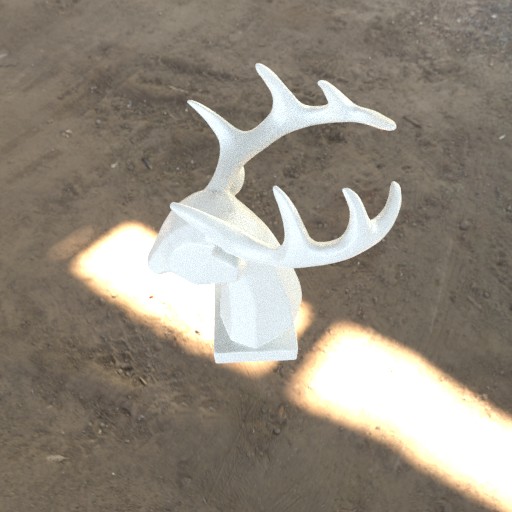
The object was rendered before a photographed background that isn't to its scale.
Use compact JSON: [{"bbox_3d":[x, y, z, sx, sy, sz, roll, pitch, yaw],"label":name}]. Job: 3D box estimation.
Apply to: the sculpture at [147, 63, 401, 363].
[{"bbox_3d":[0.000,0.000,0.456,0.224,0.329,0.174,-2,55,-2],"label":"sculpture"}]
